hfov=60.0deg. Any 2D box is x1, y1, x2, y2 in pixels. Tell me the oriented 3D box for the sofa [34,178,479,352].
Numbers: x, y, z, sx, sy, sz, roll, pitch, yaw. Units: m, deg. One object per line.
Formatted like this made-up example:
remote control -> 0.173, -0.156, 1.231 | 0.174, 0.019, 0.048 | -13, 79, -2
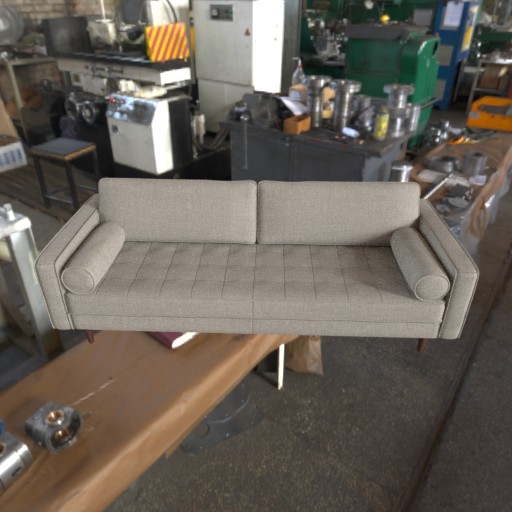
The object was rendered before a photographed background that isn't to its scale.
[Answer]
sofa -> 0.000, 0.000, 2.624 | 2.211, 0.762, 0.914 | 1, 31, 2
